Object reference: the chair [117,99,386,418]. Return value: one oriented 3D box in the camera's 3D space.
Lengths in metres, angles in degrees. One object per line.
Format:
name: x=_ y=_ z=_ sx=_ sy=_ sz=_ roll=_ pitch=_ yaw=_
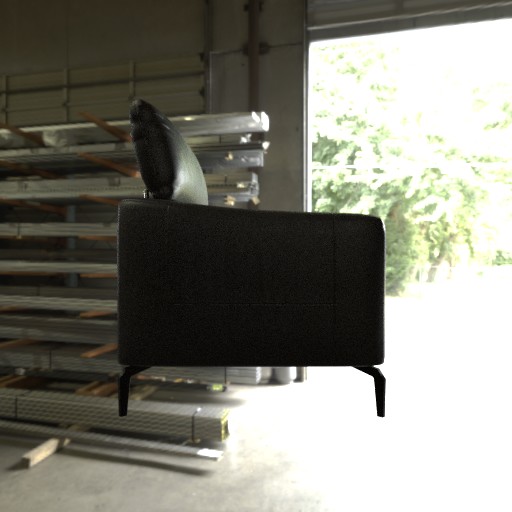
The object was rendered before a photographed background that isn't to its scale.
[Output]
chair: x=0.000 y=0.000 z=1.716 sx=0.809 sy=0.949 sz=0.976 roll=0 pitch=0 yaw=1
